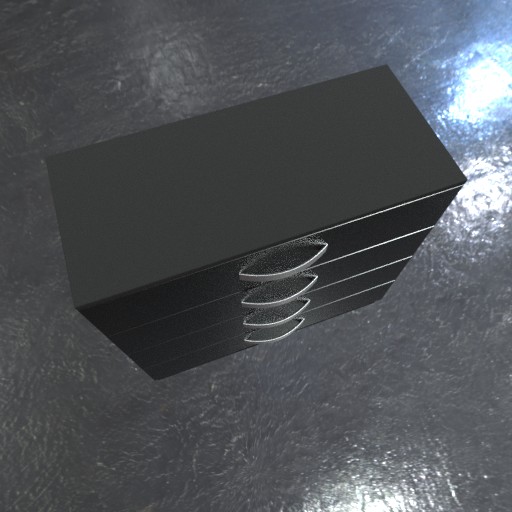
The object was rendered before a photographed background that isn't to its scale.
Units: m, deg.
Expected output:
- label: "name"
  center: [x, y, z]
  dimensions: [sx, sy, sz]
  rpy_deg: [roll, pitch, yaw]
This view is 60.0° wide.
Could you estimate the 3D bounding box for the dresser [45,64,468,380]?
- label: "dresser"
  center: [0.000, 0.000, 1.174]
  dimensions: [0.750, 0.720, 0.360]
  rpy_deg: [-18, 65, -9]
